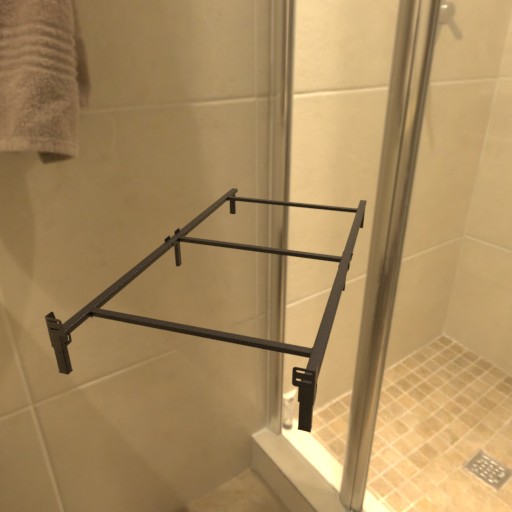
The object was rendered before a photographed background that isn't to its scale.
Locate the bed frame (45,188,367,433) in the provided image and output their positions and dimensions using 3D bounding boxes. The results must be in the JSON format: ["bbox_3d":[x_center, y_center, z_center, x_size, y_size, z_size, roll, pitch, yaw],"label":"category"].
[{"bbox_3d":[0.000,0.000,2.296,0.968,0.248,1.897,8,26,16],"label":"bed frame"}]
